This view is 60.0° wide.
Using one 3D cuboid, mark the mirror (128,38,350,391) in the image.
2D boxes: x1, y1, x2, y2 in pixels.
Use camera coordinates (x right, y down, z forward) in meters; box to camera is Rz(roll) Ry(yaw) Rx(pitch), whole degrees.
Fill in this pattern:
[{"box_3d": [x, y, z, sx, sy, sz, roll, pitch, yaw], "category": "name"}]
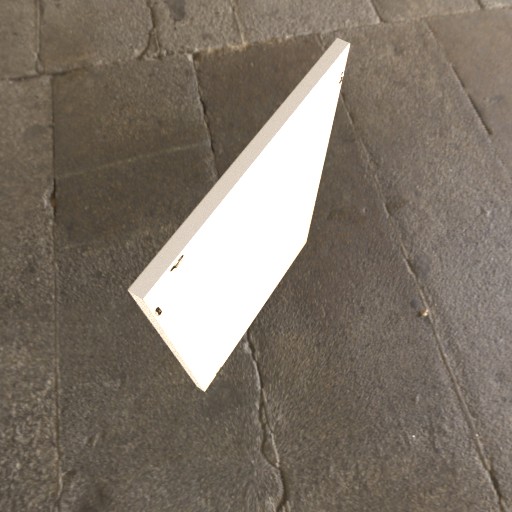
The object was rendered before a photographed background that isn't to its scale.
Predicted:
[{"box_3d": [0.000, 0.000, 1.365, 0.040, 1.016, 0.762, 30, 68, 14], "category": "mirror"}]
